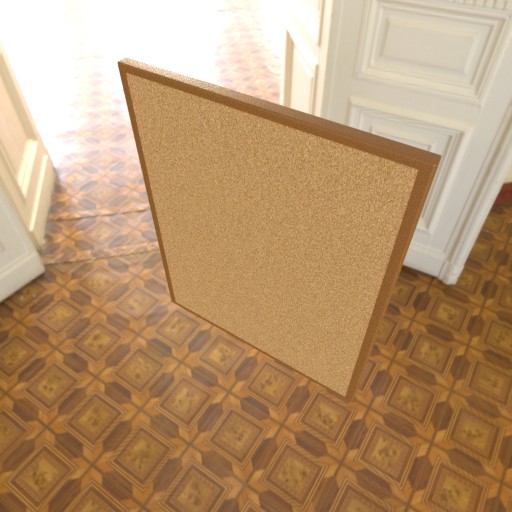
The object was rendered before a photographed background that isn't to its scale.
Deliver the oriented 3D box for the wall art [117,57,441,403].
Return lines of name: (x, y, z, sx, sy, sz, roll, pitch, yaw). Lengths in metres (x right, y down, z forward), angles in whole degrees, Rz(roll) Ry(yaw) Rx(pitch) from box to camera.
wall art: (0.000, 0.000, 0.510, 0.310, 0.379, 0.015, 25, 52, 22)
